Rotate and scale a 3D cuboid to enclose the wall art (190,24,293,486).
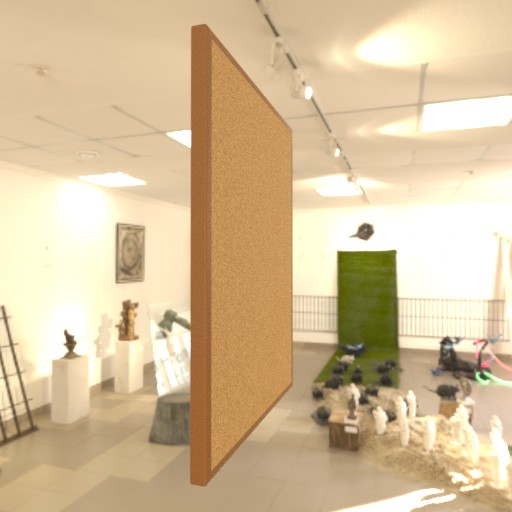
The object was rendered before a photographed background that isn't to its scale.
[{"bbox_3d":[0.000,0.000,0.511,0.015,0.379,0.310,0,-1,18],"label":"wall art"}]
